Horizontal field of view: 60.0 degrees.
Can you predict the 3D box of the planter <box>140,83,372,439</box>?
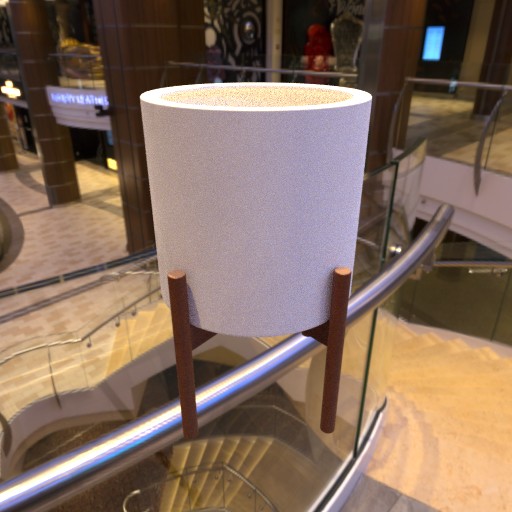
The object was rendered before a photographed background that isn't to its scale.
[{"bbox_3d":[0.000,0.000,0.966,0.417,0.670,0.417,-1,26,-2],"label":"planter"}]
